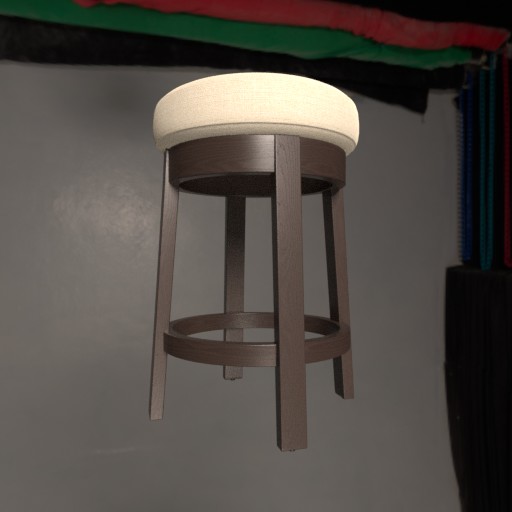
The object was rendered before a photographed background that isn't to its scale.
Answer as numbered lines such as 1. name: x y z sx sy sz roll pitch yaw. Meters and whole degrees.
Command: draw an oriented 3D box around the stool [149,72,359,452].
1. stool: 0.000 0.000 0.952 0.449 0.655 0.449 0 1 0
